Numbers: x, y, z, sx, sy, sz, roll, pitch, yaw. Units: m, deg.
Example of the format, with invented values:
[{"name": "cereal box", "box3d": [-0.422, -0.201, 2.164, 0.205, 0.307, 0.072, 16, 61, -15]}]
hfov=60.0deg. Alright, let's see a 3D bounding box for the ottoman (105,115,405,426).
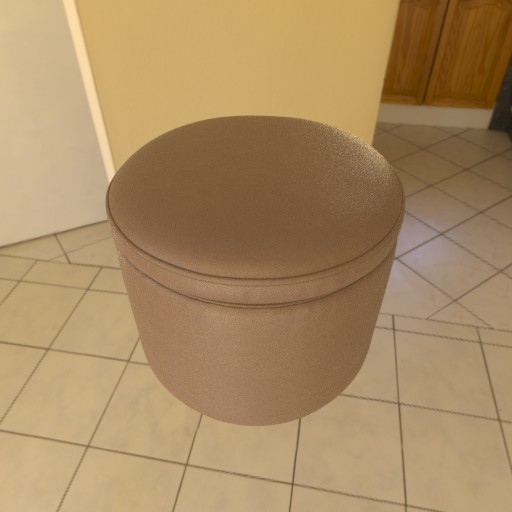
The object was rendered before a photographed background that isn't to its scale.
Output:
[{"name": "ottoman", "box3d": [0.000, 0.000, 0.863, 0.500, 0.409, 0.500, 0, 41, 0]}]
